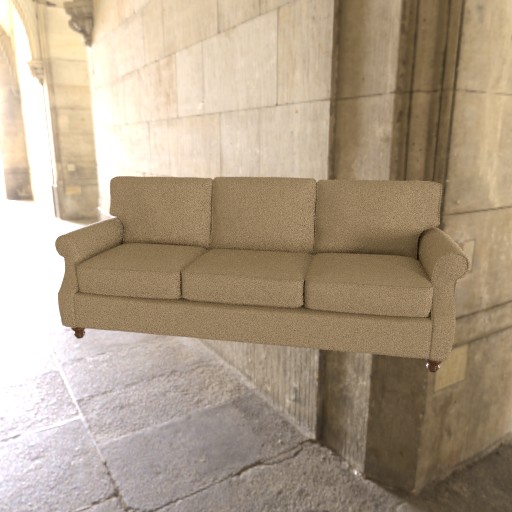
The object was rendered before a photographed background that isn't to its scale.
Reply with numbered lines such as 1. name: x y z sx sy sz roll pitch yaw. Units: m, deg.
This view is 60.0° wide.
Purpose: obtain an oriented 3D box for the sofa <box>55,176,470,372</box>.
1. sofa: 0.000 0.000 2.789 2.354 0.948 0.966 3 15 11
